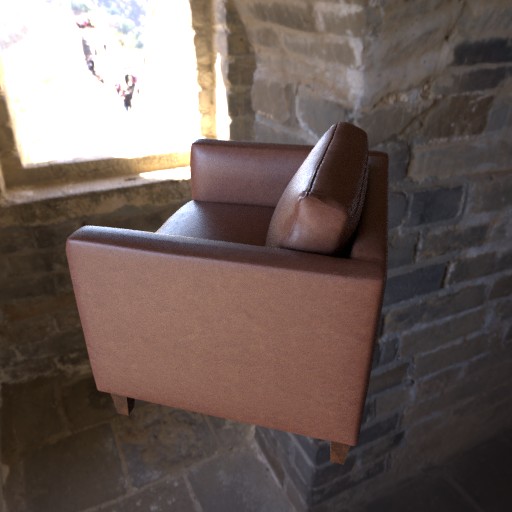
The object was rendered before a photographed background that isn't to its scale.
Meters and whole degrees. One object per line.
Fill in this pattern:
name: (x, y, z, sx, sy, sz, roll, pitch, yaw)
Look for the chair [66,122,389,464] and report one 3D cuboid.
chair: (0.000, 0.000, 1.773, 0.959, 0.917, 1.107, 7, 31, 13)
